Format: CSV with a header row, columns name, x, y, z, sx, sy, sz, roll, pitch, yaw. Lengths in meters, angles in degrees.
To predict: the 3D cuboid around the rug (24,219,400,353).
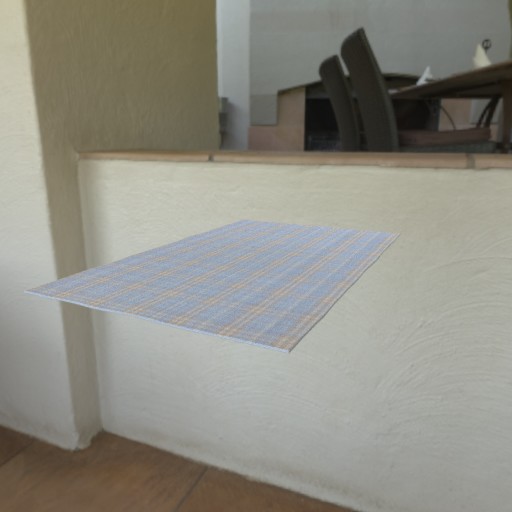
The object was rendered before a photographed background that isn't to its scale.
name,x,y,z,sx,sy,sz,roll,pitch,yaw
rug,0.000,0.000,3.088,1.545,0.016,2.460,7,16,26
